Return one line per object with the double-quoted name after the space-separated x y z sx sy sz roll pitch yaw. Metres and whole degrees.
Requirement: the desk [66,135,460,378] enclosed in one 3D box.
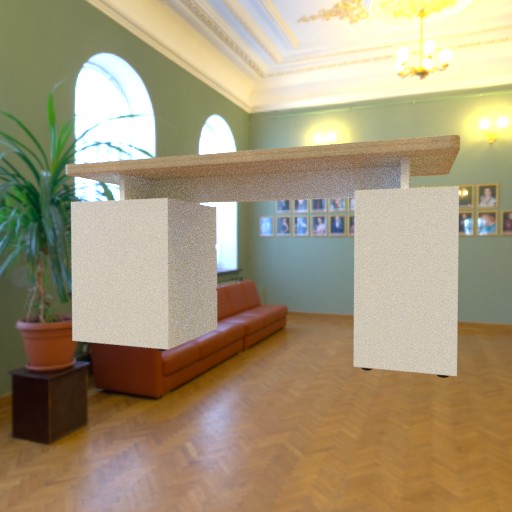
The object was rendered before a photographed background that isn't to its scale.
0.000 0.000 1.845 1.500 0.755 0.550 1 2 20 "desk"
